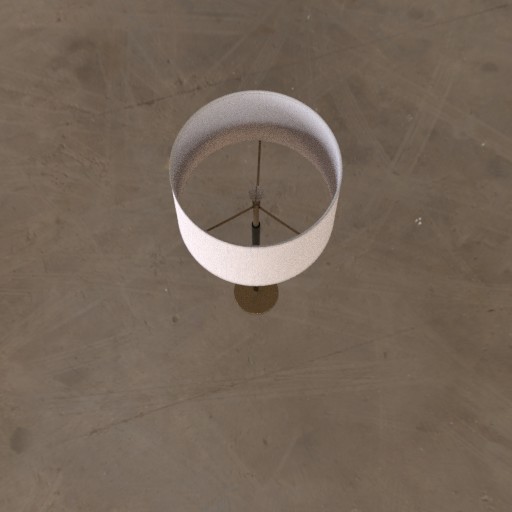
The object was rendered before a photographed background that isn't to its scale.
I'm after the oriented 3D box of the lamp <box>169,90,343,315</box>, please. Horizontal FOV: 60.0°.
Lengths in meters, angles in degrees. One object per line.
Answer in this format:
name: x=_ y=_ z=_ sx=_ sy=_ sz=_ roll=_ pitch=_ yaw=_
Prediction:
lamp: x=0.000 y=0.000 z=1.640 sx=0.420 sy=1.447 sz=0.420 roll=0 pitch=74 yaw=0
